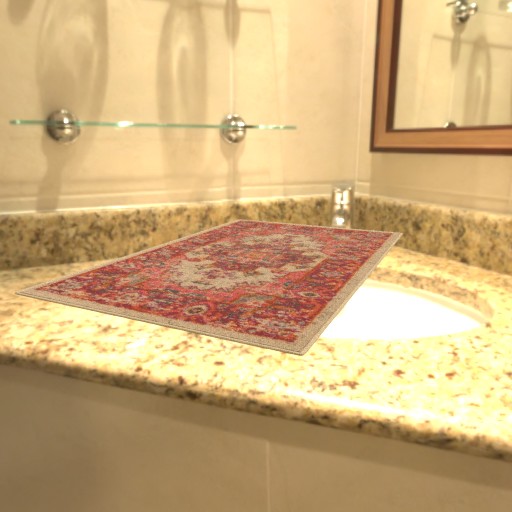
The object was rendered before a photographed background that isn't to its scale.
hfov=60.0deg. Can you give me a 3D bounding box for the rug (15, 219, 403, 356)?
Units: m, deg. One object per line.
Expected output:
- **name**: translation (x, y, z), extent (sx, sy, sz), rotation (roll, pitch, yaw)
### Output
- **rug**: translation (0.000, 0.000, 1.062), extent (0.556, 0.004, 0.868), rotation (7, 16, 25)
